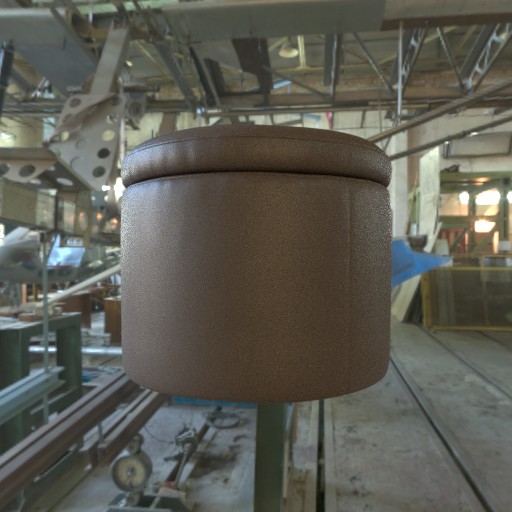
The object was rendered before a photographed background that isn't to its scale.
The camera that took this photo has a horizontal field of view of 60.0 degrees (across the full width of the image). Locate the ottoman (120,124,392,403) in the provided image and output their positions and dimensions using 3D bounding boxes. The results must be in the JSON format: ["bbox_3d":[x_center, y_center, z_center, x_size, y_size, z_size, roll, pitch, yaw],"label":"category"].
[{"bbox_3d":[0.000,0.000,0.854,0.500,0.409,0.500,0,1,0],"label":"ottoman"}]
